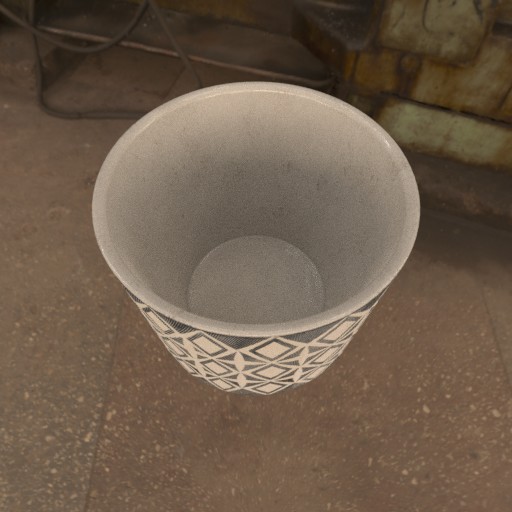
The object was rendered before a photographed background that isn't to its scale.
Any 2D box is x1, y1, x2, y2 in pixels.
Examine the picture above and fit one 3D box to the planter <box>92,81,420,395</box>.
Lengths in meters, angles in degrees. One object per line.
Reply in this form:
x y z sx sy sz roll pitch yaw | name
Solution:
0.000 0.000 0.450 0.260 0.220 0.260 0 58 0 | planter
